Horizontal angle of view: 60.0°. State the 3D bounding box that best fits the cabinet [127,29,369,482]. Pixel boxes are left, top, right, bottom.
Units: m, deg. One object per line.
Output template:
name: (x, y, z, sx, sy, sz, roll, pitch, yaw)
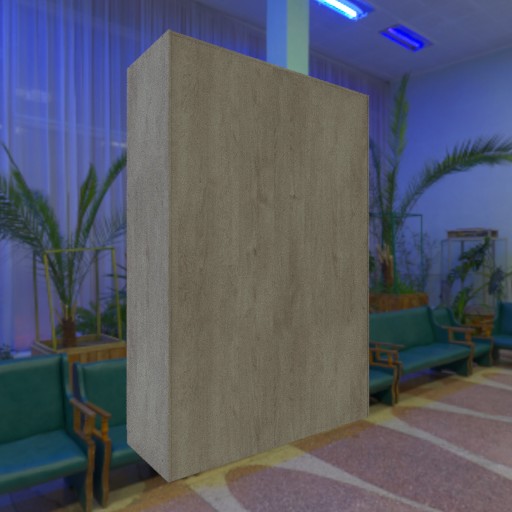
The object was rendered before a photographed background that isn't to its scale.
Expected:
cabinet: (0.000, 0.000, 2.455, 1.290, 1.910, 0.510, 0, 0, -36)
